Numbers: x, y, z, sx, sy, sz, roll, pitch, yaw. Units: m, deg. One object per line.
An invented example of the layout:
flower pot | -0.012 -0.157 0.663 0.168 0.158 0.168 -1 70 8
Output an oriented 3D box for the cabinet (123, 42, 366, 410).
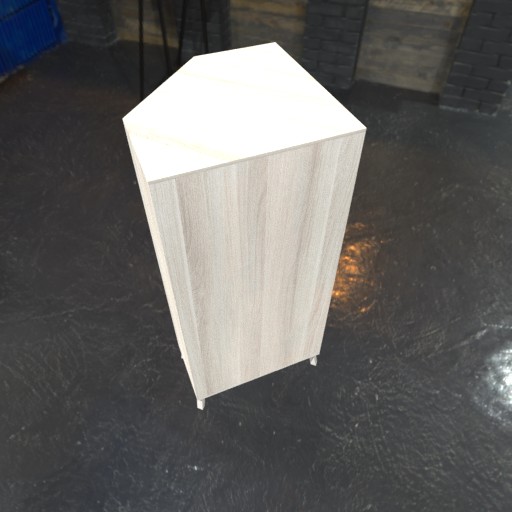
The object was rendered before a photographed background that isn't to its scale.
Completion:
cabinet | 0.000 0.000 2.647 0.969 1.957 1.272 17 50 15
